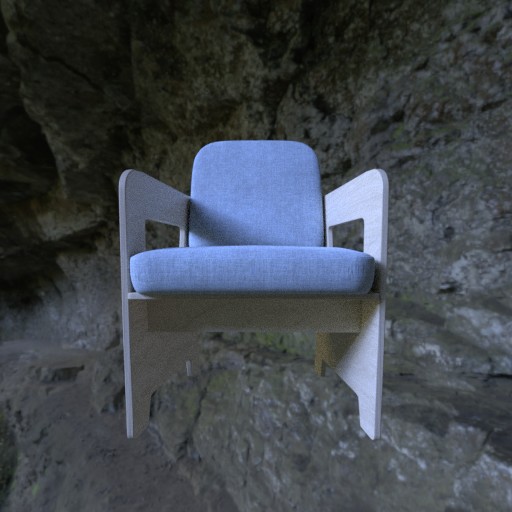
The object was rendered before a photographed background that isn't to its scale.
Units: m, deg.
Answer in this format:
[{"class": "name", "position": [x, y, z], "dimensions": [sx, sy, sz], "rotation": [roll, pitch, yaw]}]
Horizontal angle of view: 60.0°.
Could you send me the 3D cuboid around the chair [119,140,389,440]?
[{"class": "chair", "position": [0.000, 0.000, 1.247], "dimensions": [0.590, 0.800, 0.710], "rotation": [0, 0, 1]}]
